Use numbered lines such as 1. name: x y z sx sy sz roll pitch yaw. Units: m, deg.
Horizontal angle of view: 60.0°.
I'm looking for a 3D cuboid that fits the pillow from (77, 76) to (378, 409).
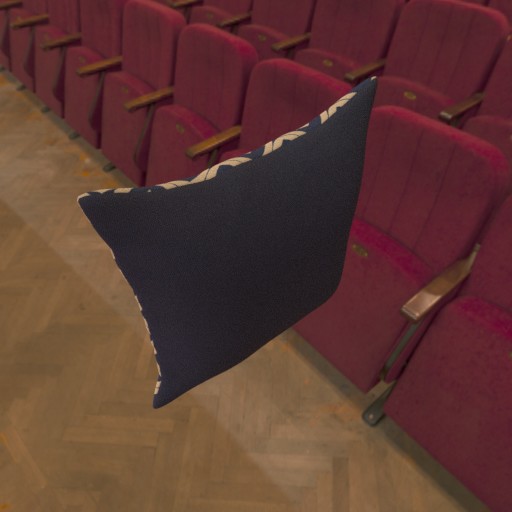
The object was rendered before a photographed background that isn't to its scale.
1. pillow: 0.000 0.000 0.767 0.504 0.494 0.188 -30 52 -27
